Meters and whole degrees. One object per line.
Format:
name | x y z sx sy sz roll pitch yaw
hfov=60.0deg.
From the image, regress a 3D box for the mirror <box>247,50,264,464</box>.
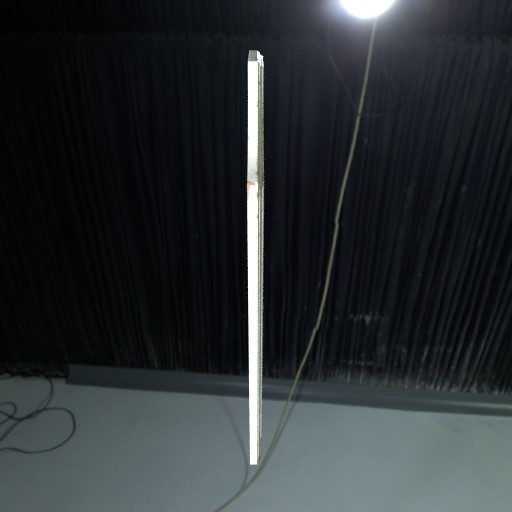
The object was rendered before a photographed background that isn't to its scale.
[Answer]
mirror | 0.000 0.000 0.865 0.022 0.717 0.403 0 30 0
